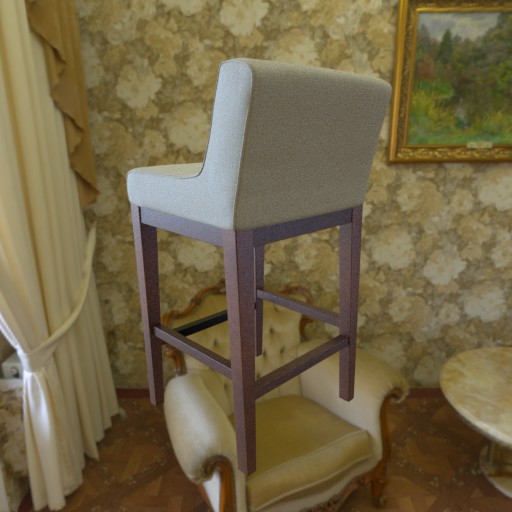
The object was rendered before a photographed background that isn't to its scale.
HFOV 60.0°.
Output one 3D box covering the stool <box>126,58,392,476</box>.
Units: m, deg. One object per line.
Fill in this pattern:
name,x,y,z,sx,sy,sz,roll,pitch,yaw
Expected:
stool,0.000,0.000,1.233,0.500,0.937,0.511,15,22,43
